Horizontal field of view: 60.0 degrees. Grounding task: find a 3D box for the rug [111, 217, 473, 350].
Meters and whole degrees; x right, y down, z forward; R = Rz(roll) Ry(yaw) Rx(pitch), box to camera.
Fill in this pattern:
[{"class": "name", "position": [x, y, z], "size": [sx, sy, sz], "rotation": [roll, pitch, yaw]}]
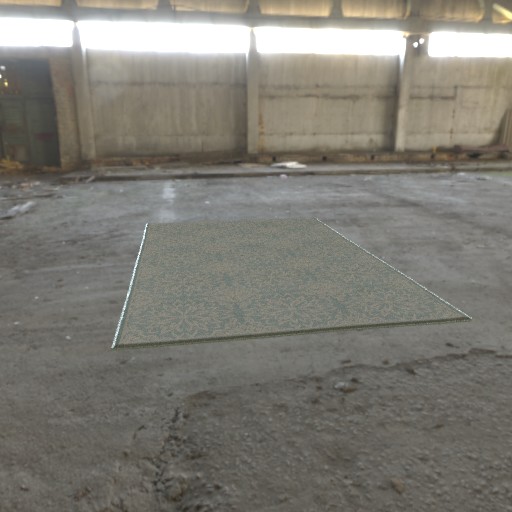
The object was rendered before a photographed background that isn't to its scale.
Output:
[{"class": "rug", "position": [0.000, 0.000, 2.312], "size": [1.219, 0.012, 1.840], "rotation": [-3, 16, -10]}]
